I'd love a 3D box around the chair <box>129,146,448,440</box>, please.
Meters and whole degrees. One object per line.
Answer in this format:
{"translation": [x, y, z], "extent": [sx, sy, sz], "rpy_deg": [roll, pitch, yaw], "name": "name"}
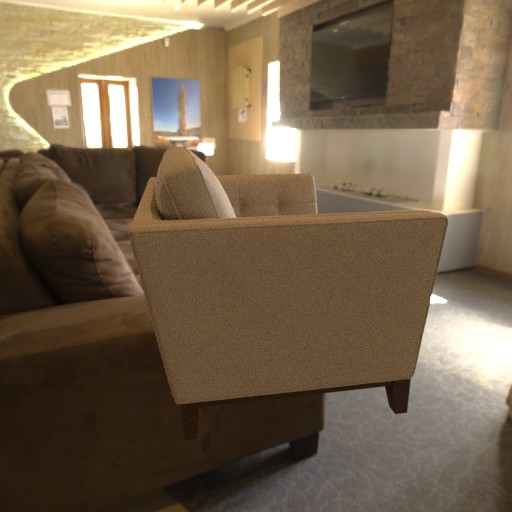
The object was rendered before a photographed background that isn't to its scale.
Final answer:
{"translation": [0.000, 0.000, 2.013], "extent": [0.965, 0.940, 1.397], "rpy_deg": [-3, 16, -10], "name": "chair"}
